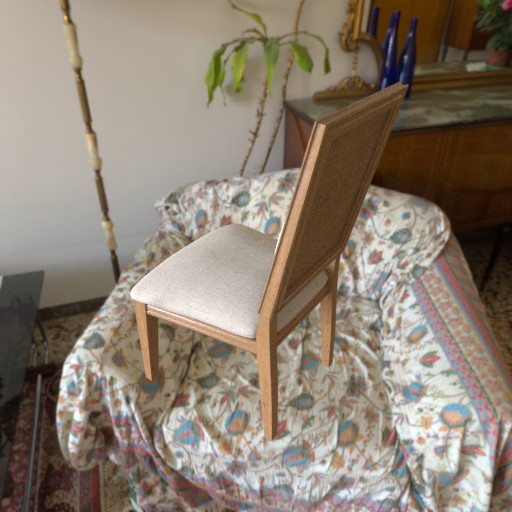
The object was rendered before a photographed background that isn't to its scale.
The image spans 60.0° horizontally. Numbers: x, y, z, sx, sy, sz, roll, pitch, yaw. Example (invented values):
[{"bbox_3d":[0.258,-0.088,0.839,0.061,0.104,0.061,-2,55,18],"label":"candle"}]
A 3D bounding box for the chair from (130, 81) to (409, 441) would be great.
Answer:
[{"bbox_3d":[0.000,0.000,1.326,0.601,0.988,0.536,21,38,29],"label":"chair"}]
